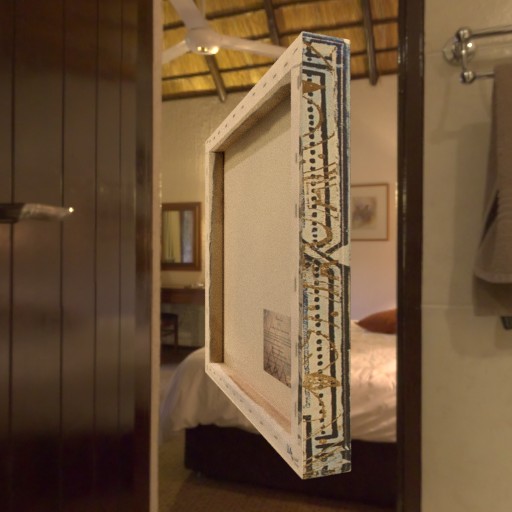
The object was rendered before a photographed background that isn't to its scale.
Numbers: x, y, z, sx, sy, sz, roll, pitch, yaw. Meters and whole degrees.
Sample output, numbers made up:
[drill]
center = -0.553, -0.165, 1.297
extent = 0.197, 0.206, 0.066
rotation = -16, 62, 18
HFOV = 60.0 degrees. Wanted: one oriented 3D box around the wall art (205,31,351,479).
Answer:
[wall art]
center = 0.000, 0.000, 0.450
extent = 0.038, 0.306, 0.302
rotation = 0, 0, -19
